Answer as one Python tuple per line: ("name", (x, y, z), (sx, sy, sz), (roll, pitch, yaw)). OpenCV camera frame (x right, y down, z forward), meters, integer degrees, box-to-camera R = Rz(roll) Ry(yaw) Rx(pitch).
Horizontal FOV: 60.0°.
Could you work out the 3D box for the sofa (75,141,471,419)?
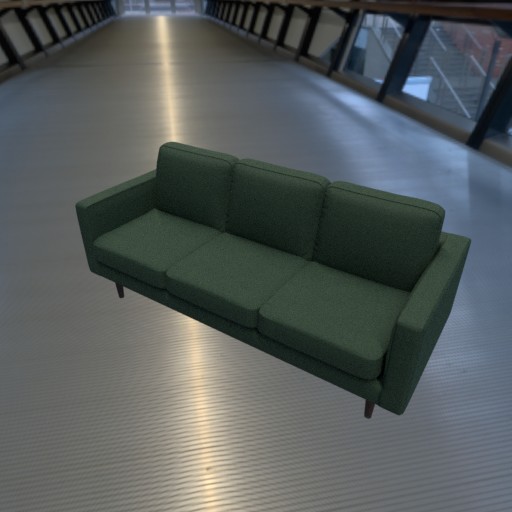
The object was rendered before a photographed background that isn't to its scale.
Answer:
("sofa", (0.000, 0.000, 2.513), (2.029, 0.899, 0.879), (19, 36, 28))
